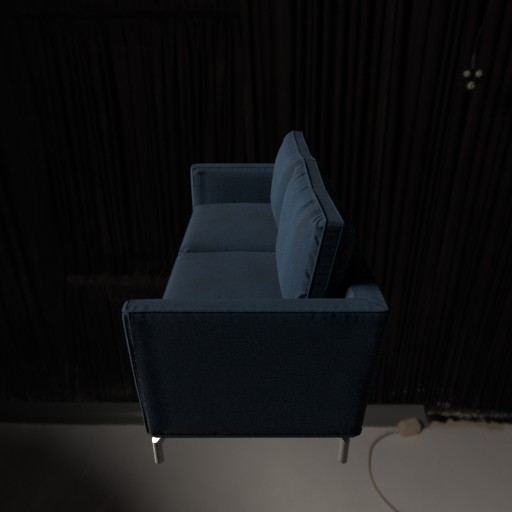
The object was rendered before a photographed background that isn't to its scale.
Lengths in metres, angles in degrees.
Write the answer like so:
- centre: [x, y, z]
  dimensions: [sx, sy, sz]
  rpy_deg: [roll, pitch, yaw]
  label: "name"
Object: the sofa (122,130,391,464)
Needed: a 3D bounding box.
- centre: [0.000, 0.000, 2.273]
  dimensions: [0.853, 1.002, 1.770]
  rpy_deg: [0, 26, 0]
  label: "sofa"
